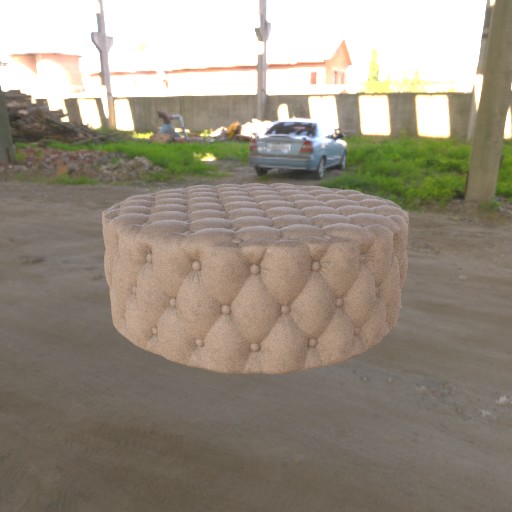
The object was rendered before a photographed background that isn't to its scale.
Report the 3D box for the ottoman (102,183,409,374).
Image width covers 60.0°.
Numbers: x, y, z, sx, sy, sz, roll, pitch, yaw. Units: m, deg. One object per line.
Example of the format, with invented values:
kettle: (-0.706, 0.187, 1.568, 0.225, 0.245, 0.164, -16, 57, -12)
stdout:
ottoman: (0.000, 0.000, 1.538, 0.998, 0.399, 0.998, 0, 17, 0)
